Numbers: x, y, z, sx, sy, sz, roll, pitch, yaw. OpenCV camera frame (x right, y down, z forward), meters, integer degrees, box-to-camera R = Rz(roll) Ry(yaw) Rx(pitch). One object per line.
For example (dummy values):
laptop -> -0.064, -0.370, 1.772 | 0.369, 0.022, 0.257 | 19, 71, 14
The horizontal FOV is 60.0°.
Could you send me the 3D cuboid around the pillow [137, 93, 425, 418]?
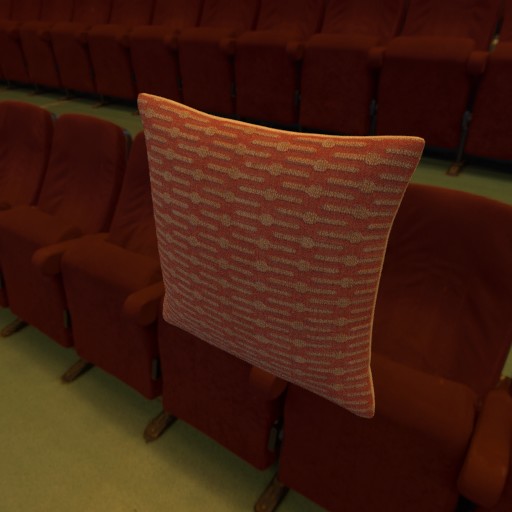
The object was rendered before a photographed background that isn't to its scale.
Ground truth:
pillow -> 0.000, 0.000, 0.792 | 0.511, 0.503, 0.182 | 19, 36, 29
